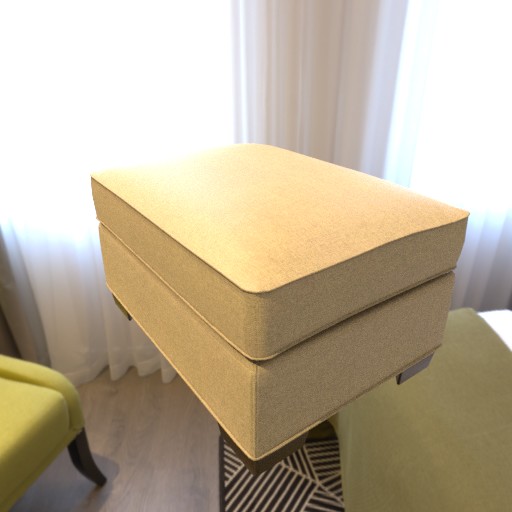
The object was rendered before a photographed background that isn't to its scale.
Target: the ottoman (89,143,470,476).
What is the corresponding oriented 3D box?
[{"bbox_3d":[0.000,0.000,1.222,0.619,0.504,0.843,-18,32,-31],"label":"ottoman"}]
